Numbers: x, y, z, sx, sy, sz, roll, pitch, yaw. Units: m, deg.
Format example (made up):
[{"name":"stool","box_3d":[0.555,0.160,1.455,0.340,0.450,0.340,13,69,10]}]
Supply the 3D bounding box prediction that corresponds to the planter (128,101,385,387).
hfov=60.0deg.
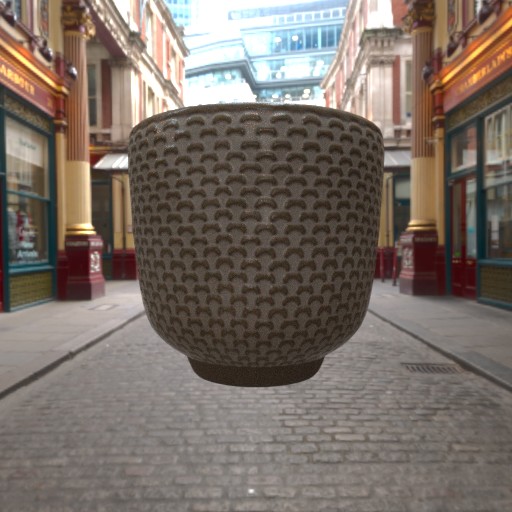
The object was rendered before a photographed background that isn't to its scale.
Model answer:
[{"name":"planter","box_3d":[0.000,0.000,0.310,0.173,0.160,0.173,0,1,0]}]
